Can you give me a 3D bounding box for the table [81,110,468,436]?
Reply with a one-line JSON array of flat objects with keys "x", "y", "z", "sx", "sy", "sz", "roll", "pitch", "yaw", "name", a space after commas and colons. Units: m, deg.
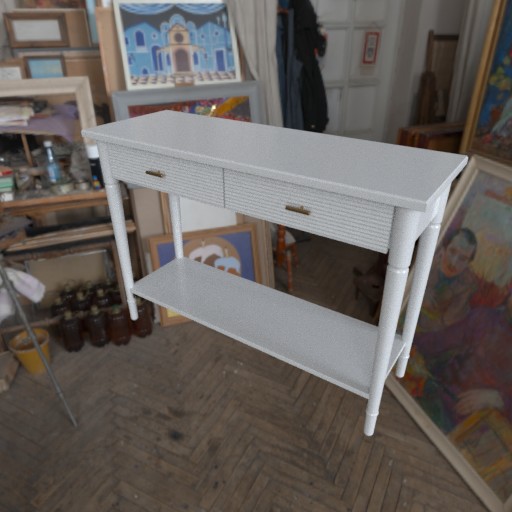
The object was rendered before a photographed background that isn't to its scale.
[{"x": 0.000, "y": 0.000, "z": 1.448, "sx": 1.067, "sy": 0.749, "sz": 0.381, "roll": 18, "pitch": 34, "yaw": 29, "name": "table"}]
